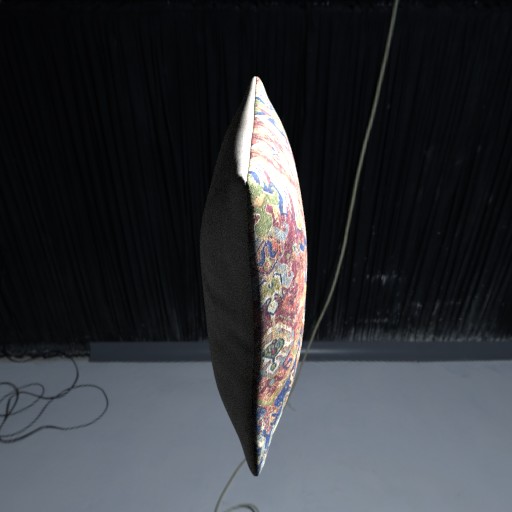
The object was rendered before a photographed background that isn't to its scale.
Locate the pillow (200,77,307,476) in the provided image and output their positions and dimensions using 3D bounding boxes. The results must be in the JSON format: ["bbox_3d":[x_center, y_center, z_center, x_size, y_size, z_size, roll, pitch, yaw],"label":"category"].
[{"bbox_3d":[0.000,0.000,0.789,0.166,0.506,0.523,1,33,1],"label":"pillow"}]
